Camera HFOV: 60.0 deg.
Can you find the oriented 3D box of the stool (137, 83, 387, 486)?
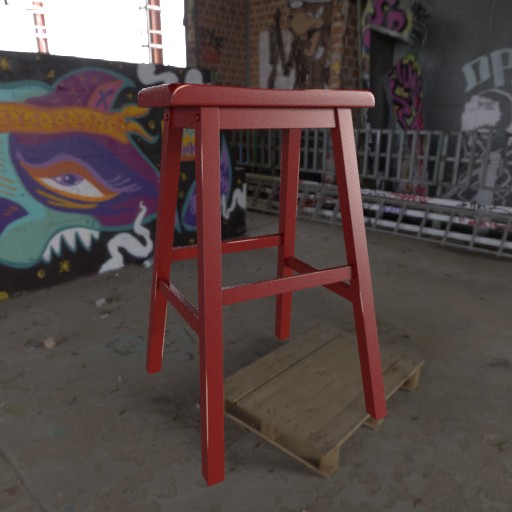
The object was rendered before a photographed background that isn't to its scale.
[{"bbox_3d":[0.000,0.000,1.047,0.457,0.737,0.476,-9,20,-26],"label":"stool"}]
